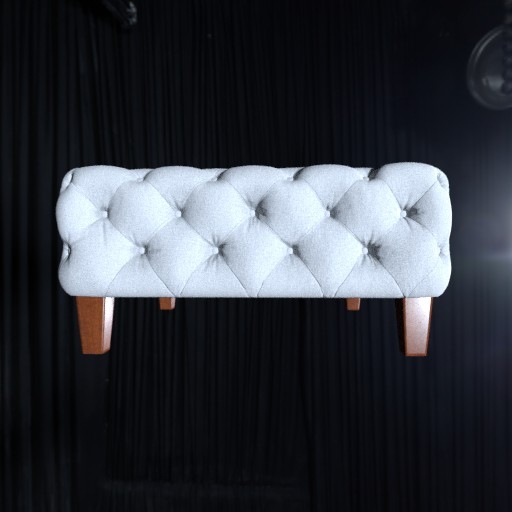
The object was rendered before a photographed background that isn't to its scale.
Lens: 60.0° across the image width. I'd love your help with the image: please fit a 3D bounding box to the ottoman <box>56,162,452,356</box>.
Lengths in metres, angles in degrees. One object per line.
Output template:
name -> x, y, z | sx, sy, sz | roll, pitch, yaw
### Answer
ottoman -> 0.000, 0.000, 1.169 | 0.764, 0.365, 0.758 | 0, 1, 2
